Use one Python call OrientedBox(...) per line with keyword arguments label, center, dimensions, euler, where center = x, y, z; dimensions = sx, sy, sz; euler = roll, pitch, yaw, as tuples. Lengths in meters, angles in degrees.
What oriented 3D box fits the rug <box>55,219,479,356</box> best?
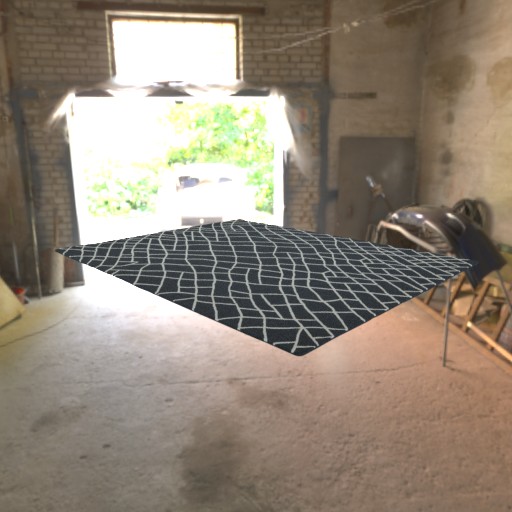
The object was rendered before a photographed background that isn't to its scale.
OrientedBox(label="rug", center=(0.000, 0.000, 4.041), dimensions=(3.047, 0.022, 2.439), euler=(14, 20, 43))
